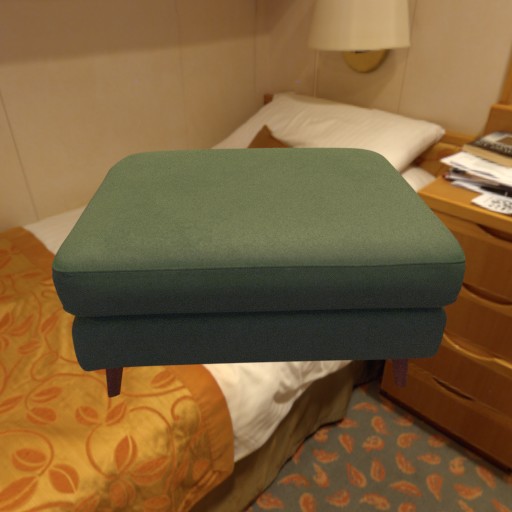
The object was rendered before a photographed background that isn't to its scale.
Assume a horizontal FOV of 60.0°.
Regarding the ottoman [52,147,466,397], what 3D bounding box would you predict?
[{"bbox_3d":[0.000,0.000,1.143,0.811,0.449,0.608,-1,32,-2],"label":"ottoman"}]
